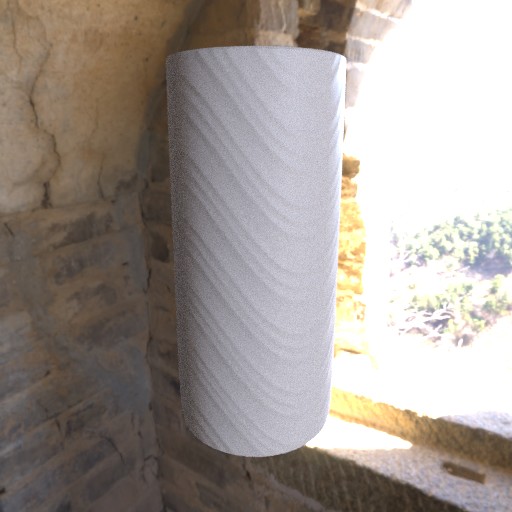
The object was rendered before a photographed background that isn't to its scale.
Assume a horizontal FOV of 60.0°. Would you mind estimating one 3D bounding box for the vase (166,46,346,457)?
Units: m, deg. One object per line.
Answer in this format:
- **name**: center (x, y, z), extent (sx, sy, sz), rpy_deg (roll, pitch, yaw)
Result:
- **vase**: center (0.000, 0.000, 0.388), extent (0.143, 0.316, 0.143), rpy_deg (0, 16, 0)
